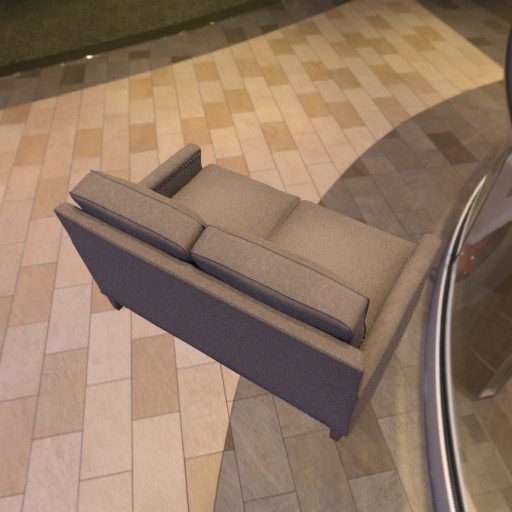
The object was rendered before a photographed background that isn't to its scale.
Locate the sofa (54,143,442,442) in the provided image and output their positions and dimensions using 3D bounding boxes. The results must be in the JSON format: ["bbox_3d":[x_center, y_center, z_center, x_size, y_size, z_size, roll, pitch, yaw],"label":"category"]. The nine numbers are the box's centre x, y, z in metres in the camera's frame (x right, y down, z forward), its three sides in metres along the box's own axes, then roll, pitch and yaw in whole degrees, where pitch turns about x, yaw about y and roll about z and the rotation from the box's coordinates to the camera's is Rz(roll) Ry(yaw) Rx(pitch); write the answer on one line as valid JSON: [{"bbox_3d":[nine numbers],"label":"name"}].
[{"bbox_3d":[0.000,0.000,2.279,1.597,1.003,1.084,25,52,22],"label":"sofa"}]
